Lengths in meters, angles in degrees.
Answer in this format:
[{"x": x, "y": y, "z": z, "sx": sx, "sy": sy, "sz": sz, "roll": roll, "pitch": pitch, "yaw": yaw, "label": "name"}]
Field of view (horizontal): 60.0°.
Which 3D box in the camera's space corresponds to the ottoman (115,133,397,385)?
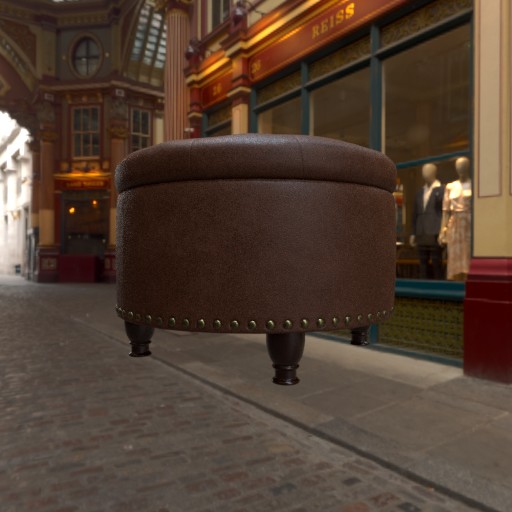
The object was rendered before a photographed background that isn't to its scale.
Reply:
[{"x": 0.000, "y": 0.000, "z": 1.051, "sx": 0.637, "sy": 0.442, "sz": 0.637, "roll": 0, "pitch": 1, "yaw": 0, "label": "ottoman"}]
